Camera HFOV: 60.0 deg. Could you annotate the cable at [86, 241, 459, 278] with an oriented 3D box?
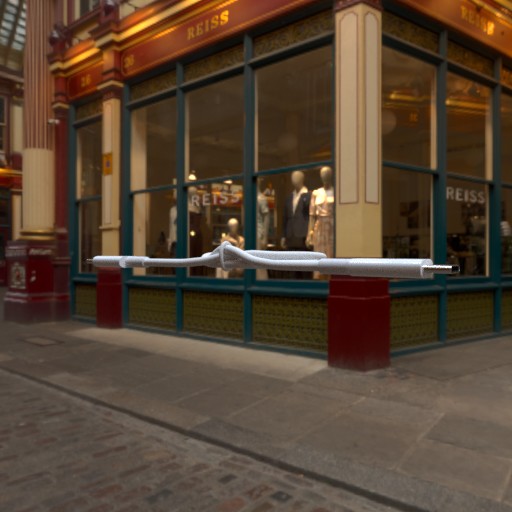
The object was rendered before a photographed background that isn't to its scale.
[{"bbox_3d":[0.000,0.000,0.226,0.203,0.014,0.070,0,1,37],"label":"cable"}]
